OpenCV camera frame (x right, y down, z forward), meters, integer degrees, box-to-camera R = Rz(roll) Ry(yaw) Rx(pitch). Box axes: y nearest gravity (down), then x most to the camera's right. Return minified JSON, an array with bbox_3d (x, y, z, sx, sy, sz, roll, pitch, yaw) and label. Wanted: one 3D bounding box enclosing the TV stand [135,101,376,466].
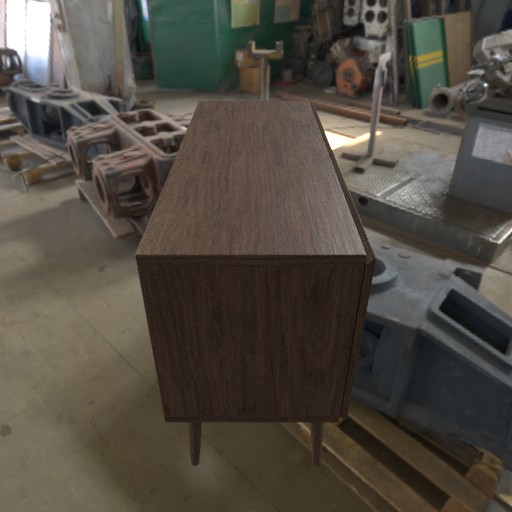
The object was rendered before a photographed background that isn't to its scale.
[{"bbox_3d":[0.000,0.000,1.336,0.405,0.660,0.990,0,34,0],"label":"TV stand"}]
